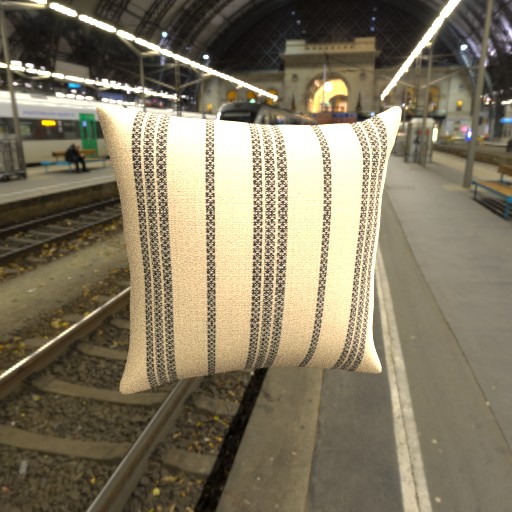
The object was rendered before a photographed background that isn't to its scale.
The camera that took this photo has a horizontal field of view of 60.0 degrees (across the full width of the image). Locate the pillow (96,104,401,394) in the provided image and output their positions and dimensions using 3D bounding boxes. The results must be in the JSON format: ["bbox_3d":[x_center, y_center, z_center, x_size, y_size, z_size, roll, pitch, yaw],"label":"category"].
[{"bbox_3d":[0.000,0.000,0.629,0.405,0.406,0.173,-2,16,-9],"label":"pillow"}]
